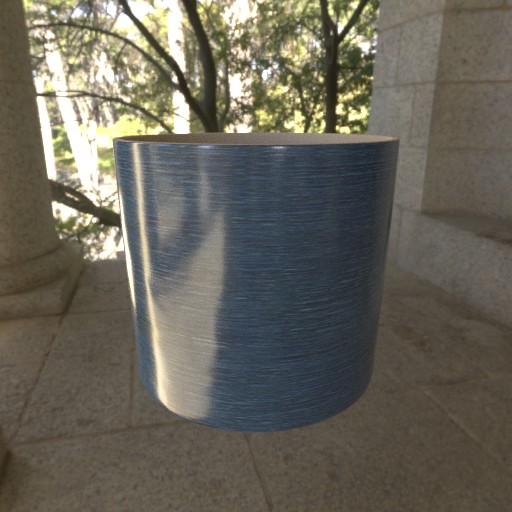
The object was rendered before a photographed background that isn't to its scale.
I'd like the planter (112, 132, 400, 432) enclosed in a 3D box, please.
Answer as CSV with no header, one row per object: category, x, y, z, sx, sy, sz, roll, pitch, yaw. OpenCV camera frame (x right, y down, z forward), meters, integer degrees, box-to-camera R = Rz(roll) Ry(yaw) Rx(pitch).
planter,0.000,0.000,0.387,0.221,0.201,0.221,0,17,0
